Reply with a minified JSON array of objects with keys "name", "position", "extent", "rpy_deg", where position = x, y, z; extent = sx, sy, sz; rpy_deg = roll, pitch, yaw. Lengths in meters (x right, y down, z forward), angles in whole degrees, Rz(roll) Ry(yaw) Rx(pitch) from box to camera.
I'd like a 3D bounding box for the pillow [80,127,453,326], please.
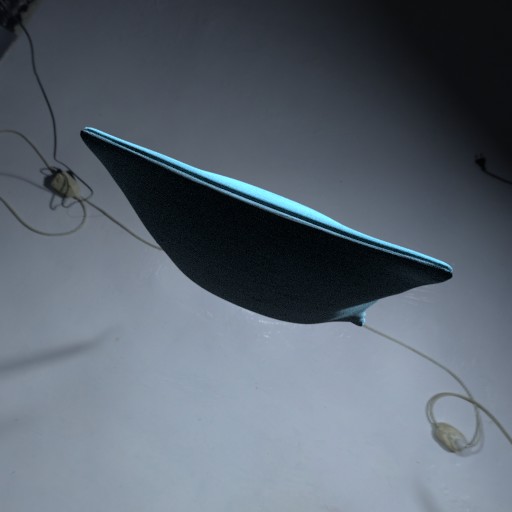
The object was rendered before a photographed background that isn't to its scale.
[{"name":"pillow","position":[0.000,0.000,0.663],"extent":[0.433,0.415,0.151],"rpy_deg":[22,75,6]}]
